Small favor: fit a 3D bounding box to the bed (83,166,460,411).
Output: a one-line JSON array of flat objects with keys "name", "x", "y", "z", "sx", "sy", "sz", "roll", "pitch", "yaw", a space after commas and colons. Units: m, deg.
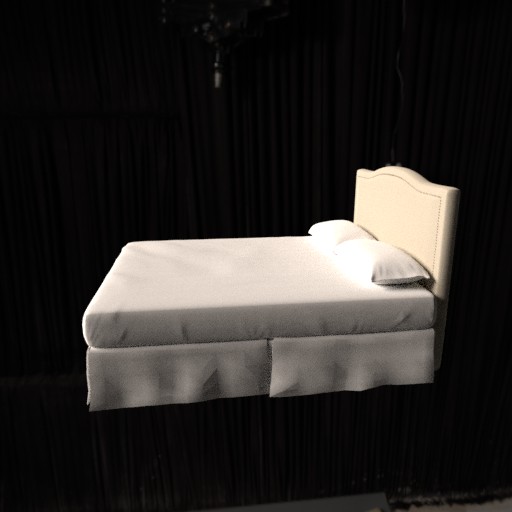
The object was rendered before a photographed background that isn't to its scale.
[{"name": "bed", "x": 0.000, "y": 0.000, "z": 3.692, "sx": 2.477, "sy": 1.437, "sz": 1.977, "roll": -2, "pitch": 15, "yaw": -7}]
